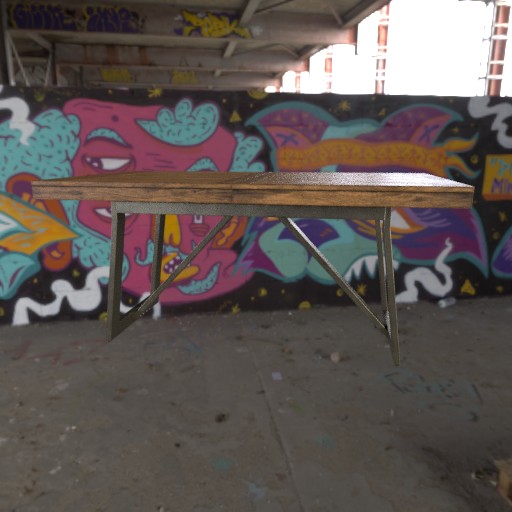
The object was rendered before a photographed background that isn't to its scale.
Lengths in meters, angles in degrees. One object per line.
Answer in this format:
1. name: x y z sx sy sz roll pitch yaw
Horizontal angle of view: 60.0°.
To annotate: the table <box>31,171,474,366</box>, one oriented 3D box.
1. table: 0.000 0.000 2.141 1.641 0.757 0.931 2 14 10
